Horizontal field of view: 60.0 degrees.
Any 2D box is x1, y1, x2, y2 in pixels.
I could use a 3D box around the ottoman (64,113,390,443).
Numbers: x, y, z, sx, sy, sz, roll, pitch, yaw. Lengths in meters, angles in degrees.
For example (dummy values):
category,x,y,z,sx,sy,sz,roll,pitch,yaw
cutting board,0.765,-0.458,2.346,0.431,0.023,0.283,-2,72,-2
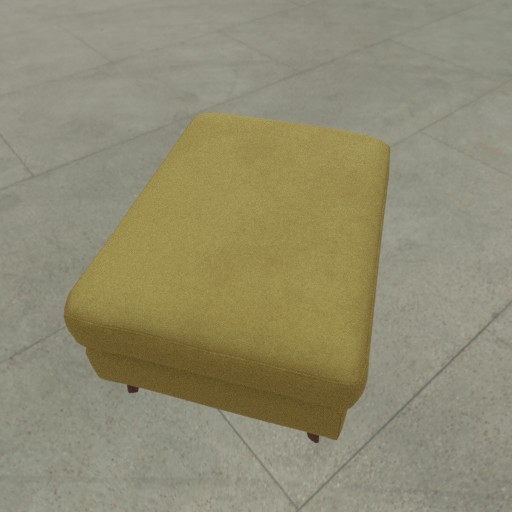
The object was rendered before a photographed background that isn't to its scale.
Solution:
category,x,y,z,sx,sy,sz,roll,pitch,yaw
ottoman,0.000,0.000,1.172,0.608,0.449,0.811,11,48,10
